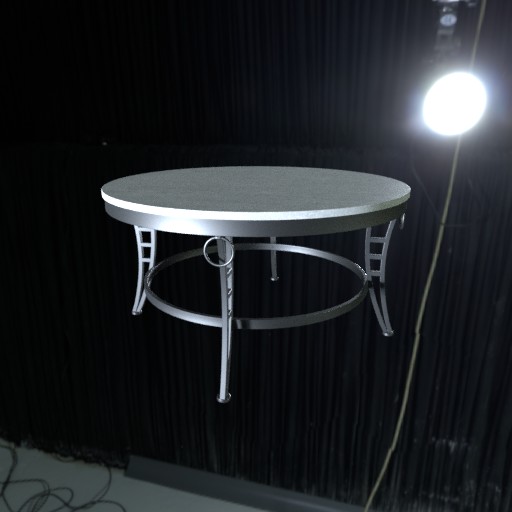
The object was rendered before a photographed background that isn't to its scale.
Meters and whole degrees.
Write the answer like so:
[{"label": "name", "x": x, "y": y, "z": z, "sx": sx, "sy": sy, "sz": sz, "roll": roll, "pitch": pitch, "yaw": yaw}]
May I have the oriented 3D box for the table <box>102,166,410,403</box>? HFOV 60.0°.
[{"label": "table", "x": 0.000, "y": 0.000, "z": 1.414, "sx": 0.889, "sy": 0.470, "sz": 0.889, "roll": 0, "pitch": 17, "yaw": 0}]
